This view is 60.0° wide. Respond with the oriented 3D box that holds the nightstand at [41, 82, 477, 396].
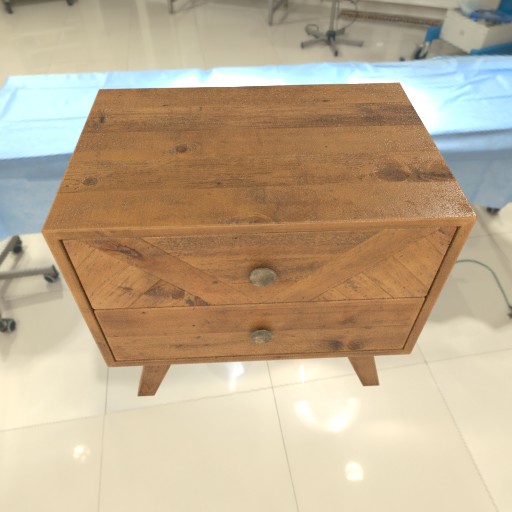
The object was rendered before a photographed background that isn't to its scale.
[{"bbox_3d":[0.000,0.000,1.022,0.650,0.599,0.450,-2,47,-2],"label":"nightstand"}]
